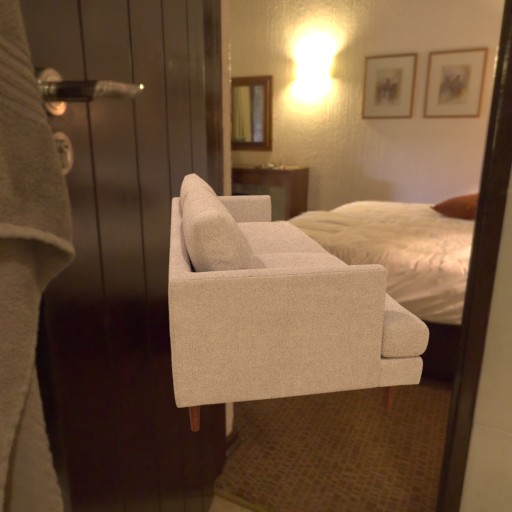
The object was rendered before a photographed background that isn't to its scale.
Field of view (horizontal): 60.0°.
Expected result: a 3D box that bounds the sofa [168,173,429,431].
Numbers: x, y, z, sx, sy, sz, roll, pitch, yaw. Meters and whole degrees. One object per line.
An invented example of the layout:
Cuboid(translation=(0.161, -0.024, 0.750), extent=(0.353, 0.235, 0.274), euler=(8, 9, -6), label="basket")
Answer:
Cuboid(translation=(0.000, 0.000, 2.736), extent=(1.020, 0.868, 2.250), euler=(-3, 15, -10), label="sofa")
